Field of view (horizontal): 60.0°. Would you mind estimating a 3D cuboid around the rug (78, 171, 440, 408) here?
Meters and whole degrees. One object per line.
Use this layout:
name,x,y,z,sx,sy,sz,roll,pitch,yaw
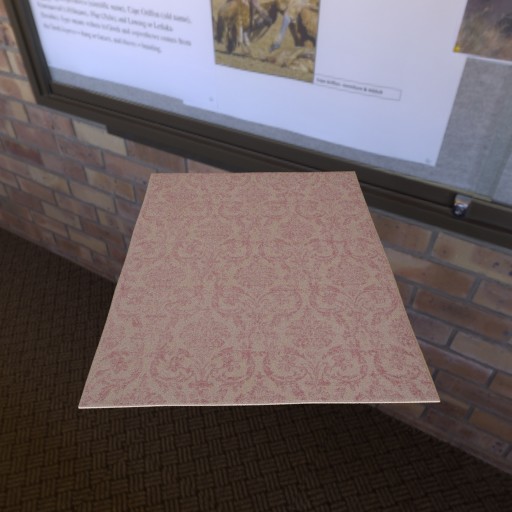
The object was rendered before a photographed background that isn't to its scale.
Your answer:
rug,0.000,0.000,4.019,2.363,0.012,2.980,-1,41,-1
